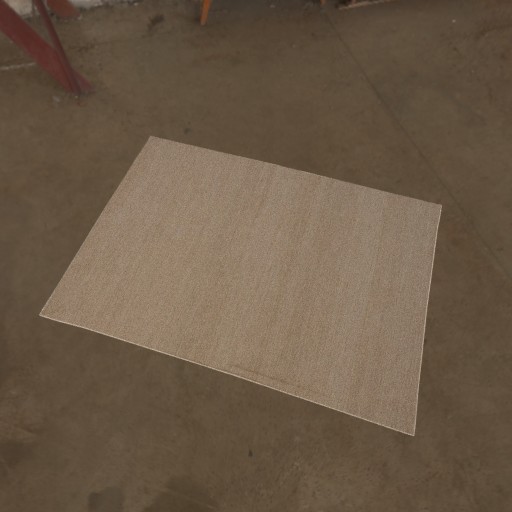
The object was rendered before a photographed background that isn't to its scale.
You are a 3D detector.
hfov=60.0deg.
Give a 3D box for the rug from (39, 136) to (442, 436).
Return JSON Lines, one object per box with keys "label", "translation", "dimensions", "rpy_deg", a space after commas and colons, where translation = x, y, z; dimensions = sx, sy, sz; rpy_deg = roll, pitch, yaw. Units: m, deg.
{"label": "rug", "translation": [0.000, 0.000, 3.683], "dimensions": [2.869, 0.038, 2.032], "rpy_deg": [15, 60, 9]}
